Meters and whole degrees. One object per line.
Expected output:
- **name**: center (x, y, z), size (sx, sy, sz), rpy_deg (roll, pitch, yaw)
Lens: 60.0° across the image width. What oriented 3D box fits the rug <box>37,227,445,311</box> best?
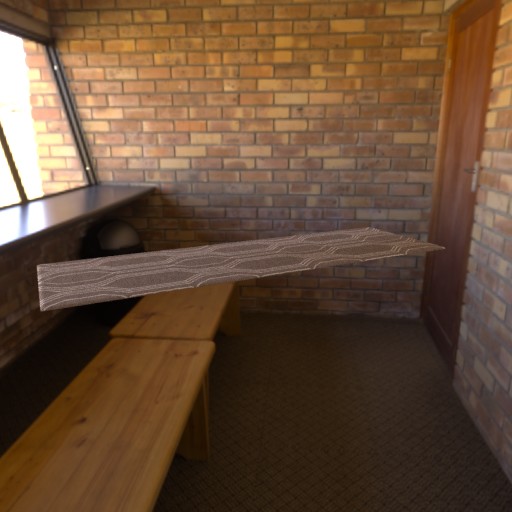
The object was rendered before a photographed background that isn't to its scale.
- **rug**: center (0.000, 0.000, 2.777), size (2.464, 0.012, 0.773), rpy_deg (-7, 17, -26)
